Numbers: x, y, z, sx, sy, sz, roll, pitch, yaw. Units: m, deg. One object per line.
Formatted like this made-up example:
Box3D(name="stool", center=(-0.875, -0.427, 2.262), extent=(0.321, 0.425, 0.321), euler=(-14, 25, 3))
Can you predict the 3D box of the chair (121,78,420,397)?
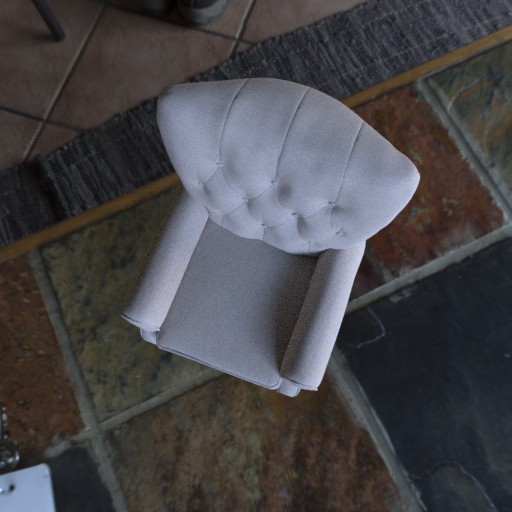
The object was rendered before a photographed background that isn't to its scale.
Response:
Box3D(name="chair", center=(0.000, 0.000, 1.943), extent=(0.942, 1.209, 1.025), euler=(20, 75, 6))
